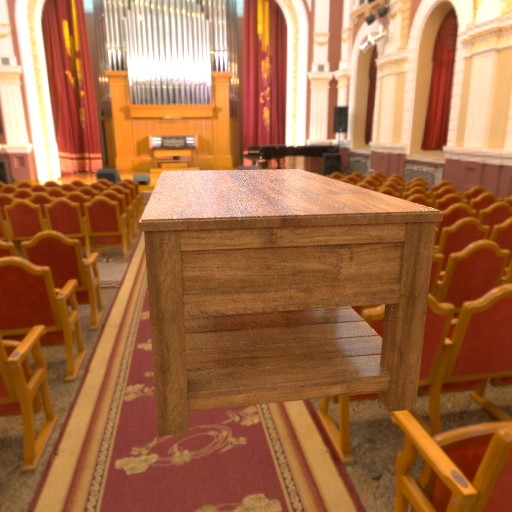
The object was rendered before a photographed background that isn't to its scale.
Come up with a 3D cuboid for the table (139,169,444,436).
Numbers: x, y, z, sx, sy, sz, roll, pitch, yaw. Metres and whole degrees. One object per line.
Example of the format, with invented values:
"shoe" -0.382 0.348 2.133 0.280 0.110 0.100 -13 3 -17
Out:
"table" 0.000 0.000 1.486 0.635 0.480 1.150 -3 16 -9
